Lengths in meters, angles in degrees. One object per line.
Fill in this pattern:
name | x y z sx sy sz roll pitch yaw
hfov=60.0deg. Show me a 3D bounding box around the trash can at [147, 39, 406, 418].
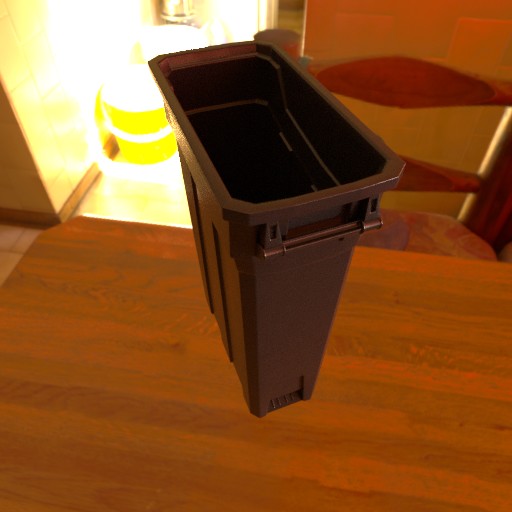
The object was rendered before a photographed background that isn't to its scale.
trash can | 0.000 0.000 1.040 0.281 0.762 0.559 -16 48 -14
